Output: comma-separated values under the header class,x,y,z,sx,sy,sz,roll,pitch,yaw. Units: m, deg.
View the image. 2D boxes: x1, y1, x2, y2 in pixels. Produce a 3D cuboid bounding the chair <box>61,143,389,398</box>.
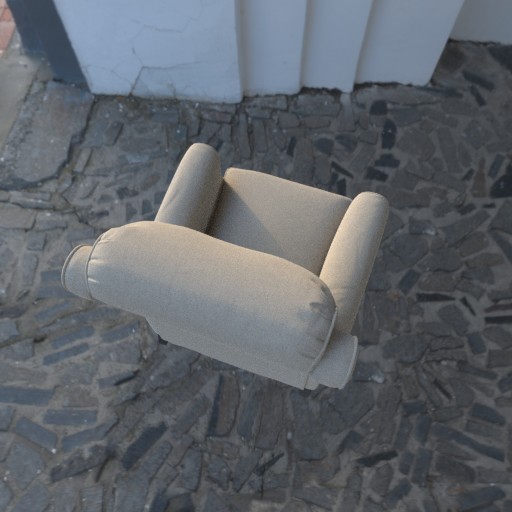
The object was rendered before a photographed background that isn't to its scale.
class,x,y,z,sx,sy,sz,roll,pitch,yaw
chair,0.000,0.000,1.683,0.859,1.046,0.919,18,64,9
